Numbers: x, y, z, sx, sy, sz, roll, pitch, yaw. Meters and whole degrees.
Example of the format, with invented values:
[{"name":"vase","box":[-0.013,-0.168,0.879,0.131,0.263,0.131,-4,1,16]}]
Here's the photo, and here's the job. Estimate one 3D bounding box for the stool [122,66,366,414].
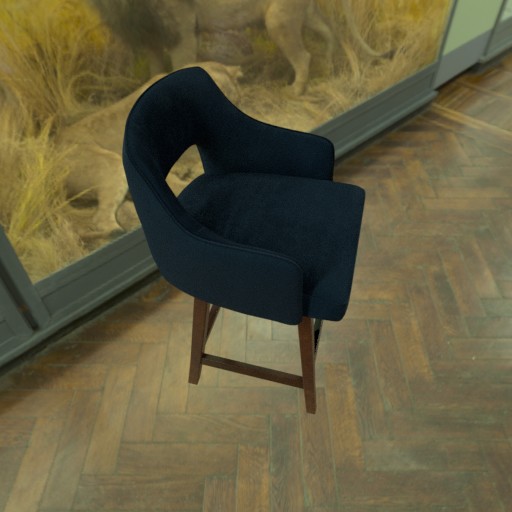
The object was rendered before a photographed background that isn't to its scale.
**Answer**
[{"name":"stool","box":[0.000,0.000,1.306,0.560,0.940,0.550,11,47,10]}]
